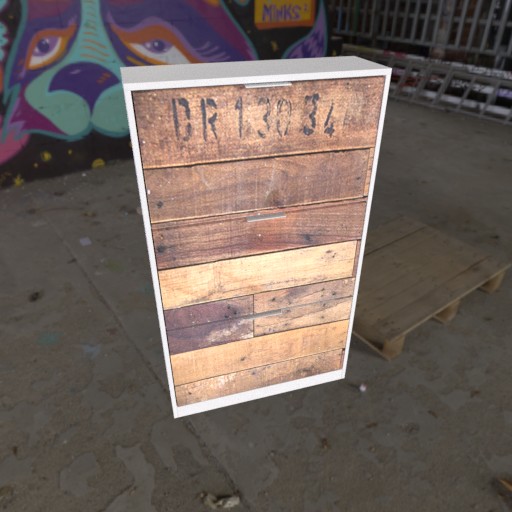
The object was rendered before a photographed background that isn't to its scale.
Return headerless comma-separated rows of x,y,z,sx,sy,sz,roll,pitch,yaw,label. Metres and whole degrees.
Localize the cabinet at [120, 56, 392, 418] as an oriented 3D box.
0.000,0.000,1.618,0.750,1.280,0.250,-9,34,-14,cabinet
